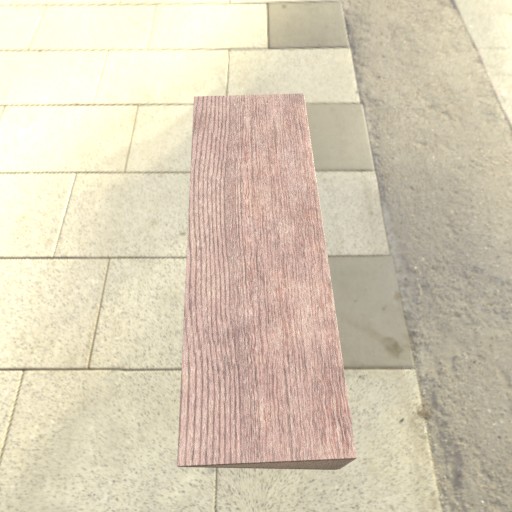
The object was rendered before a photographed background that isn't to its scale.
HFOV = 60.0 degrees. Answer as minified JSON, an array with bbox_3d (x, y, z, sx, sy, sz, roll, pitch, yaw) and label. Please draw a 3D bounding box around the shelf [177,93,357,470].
[{"bbox_3d":[0.000,0.000,0.702,0.200,0.125,0.610,-2,59,-1],"label":"shelf"}]
